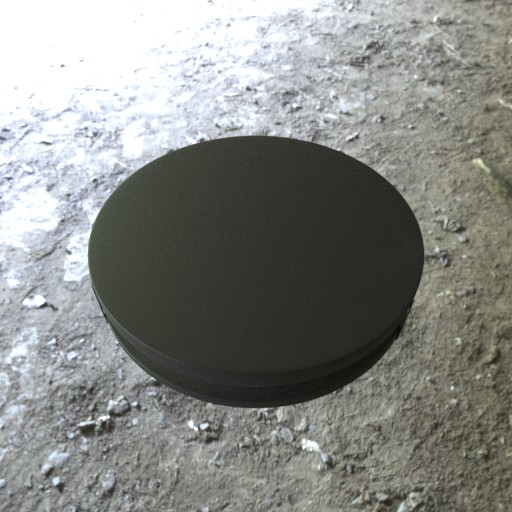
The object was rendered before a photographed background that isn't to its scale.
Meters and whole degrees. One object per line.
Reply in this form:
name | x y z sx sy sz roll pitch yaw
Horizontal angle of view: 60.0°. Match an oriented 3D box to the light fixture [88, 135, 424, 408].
light fixture | 0.000 0.000 0.518 0.356 0.102 0.356 0 47 0
